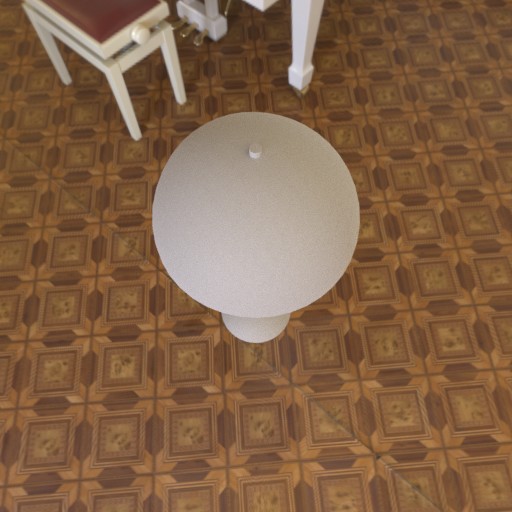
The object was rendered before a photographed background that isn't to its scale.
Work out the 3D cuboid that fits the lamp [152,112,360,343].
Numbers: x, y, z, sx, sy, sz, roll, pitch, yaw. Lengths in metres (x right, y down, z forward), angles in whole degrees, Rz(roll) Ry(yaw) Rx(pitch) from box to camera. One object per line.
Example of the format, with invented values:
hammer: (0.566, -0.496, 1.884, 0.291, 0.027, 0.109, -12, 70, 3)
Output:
lamp: (0.000, 0.000, 0.439, 0.171, 0.330, 0.171, 0, 65, 0)
